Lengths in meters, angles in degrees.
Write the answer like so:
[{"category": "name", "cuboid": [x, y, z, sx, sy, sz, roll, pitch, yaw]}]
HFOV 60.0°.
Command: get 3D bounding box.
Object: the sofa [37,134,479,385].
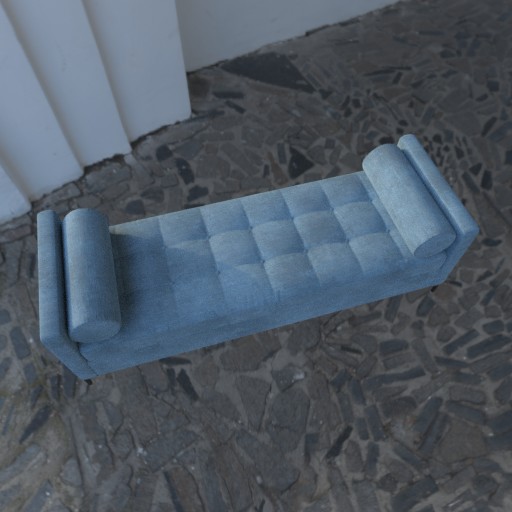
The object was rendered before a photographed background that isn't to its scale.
[{"category": "sofa", "cuboid": [0.000, 0.000, 2.329, 1.981, 0.635, 0.686, -14, 58, -9]}]
